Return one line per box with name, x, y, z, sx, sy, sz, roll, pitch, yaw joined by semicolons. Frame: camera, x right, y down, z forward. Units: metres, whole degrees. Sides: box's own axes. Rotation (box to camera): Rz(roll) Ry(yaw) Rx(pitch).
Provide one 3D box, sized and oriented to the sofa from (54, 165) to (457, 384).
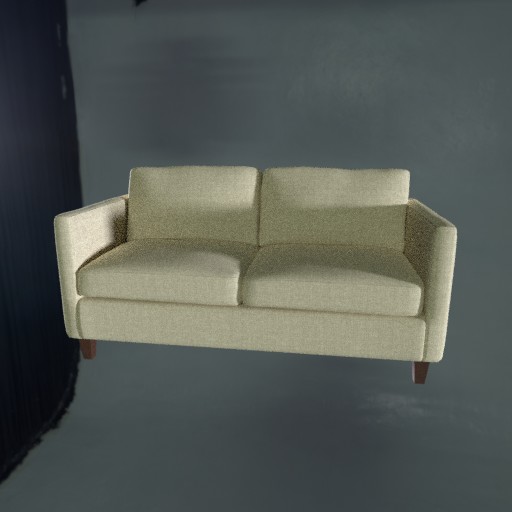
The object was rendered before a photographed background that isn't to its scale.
sofa;0.000;0.000;2.496;1.884;0.963;0.950;2;15;8
